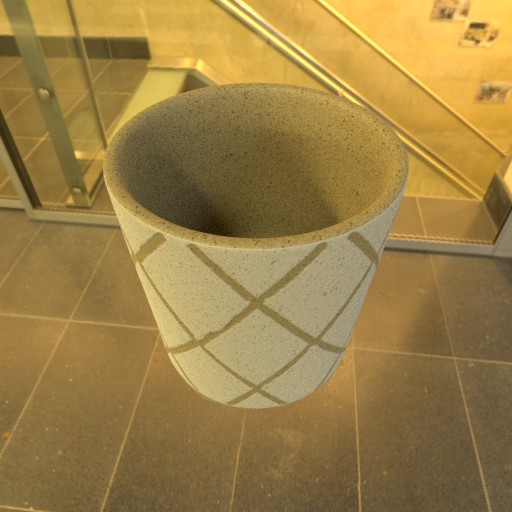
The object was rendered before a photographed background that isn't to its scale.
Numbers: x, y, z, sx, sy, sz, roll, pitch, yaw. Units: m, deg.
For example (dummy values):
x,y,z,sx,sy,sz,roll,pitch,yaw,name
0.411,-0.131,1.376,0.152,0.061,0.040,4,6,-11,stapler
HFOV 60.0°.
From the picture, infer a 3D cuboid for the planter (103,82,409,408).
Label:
x,y,z,sx,sy,sz,roll,pitch,yaw,name
0.000,0.000,0.353,0.191,0.199,0.191,0,45,0,planter
